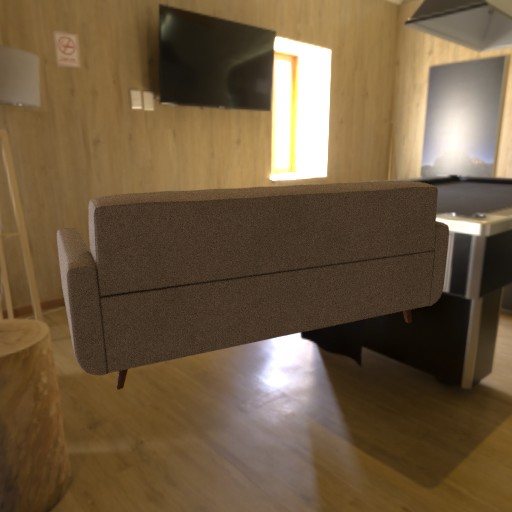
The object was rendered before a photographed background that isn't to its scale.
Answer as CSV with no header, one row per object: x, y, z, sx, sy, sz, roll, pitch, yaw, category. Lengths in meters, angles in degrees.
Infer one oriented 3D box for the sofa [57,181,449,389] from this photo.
0.000,0.000,2.523,2.029,0.841,0.909,-7,16,-25,sofa
